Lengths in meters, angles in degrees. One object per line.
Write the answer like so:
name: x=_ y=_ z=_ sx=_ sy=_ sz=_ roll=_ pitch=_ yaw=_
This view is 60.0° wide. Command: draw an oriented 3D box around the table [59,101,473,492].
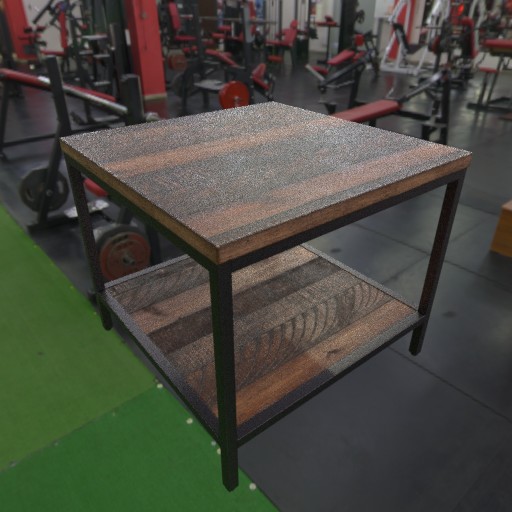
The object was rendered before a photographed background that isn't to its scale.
table: x=0.000 y=0.000 z=0.949 sx=0.548 sy=0.482 sz=0.553 roll=-22 pitch=37 yaw=-32
